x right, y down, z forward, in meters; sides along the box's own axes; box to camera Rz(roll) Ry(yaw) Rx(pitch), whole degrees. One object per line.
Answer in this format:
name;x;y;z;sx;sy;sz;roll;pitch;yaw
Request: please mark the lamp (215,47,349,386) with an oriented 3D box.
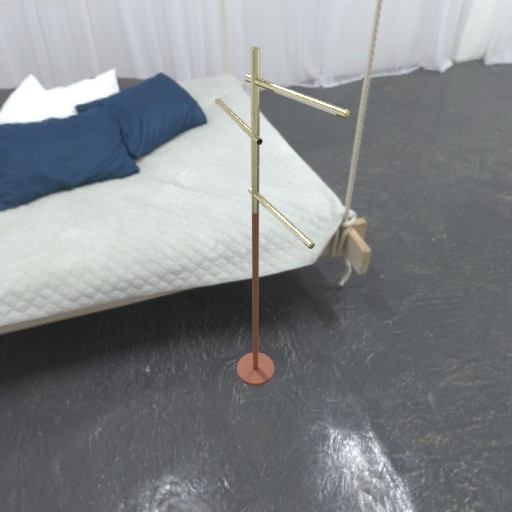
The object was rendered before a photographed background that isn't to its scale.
lamp;0.000;0.000;1.936;0.209;1.704;0.737;-27;48;-28
